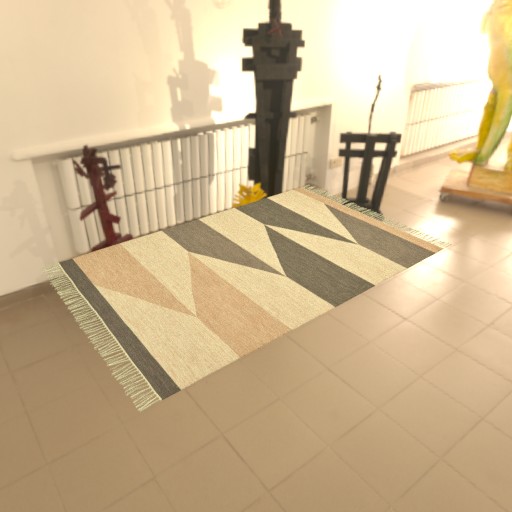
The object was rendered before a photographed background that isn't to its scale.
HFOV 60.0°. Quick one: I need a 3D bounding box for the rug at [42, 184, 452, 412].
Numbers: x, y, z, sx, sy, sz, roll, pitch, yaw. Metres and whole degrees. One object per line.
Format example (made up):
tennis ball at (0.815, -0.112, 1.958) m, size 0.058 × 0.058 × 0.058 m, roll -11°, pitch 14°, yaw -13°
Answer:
rug at (0.000, 0.000, 2.514) m, size 2.021 × 0.027 × 1.224 m, roll -21°, pitch 37°, yaw -32°
